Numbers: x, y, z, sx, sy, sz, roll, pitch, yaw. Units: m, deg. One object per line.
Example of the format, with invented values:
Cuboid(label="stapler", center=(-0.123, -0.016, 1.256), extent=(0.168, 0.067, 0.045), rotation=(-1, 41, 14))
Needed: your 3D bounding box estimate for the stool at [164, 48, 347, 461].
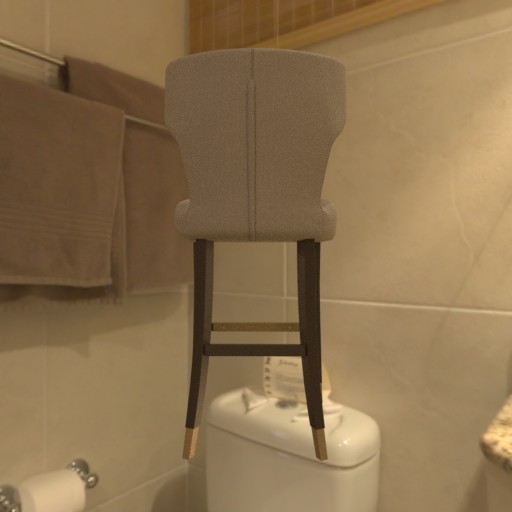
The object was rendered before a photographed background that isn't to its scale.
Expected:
Cuboid(label="stool", center=(0.000, 0.000, 1.411), extent=(0.526, 1.092, 0.563), rotation=(0, 0, 1))
